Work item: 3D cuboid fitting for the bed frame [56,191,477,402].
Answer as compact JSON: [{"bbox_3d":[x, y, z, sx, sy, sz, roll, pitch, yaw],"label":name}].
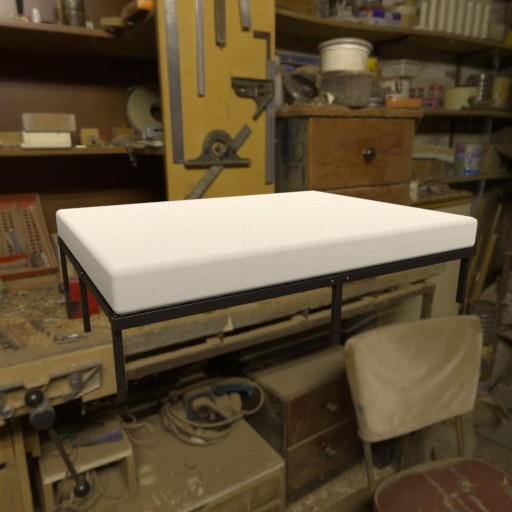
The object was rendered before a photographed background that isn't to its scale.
[{"bbox_3d":[0.000,0.000,3.483,2.635,0.680,1.990,-9,17,-29],"label":"bed frame"}]
